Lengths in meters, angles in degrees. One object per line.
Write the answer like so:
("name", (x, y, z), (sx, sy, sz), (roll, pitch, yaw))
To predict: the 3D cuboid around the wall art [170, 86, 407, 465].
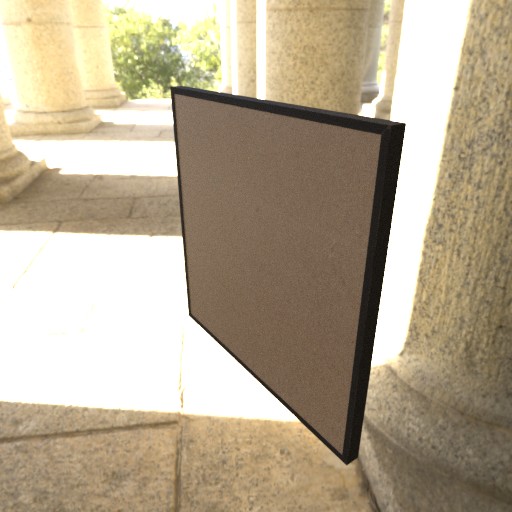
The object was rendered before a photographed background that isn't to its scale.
("wall art", (0.000, 0.000, 1.139), (0.038, 0.762, 0.762), (-18, 31, -32))
